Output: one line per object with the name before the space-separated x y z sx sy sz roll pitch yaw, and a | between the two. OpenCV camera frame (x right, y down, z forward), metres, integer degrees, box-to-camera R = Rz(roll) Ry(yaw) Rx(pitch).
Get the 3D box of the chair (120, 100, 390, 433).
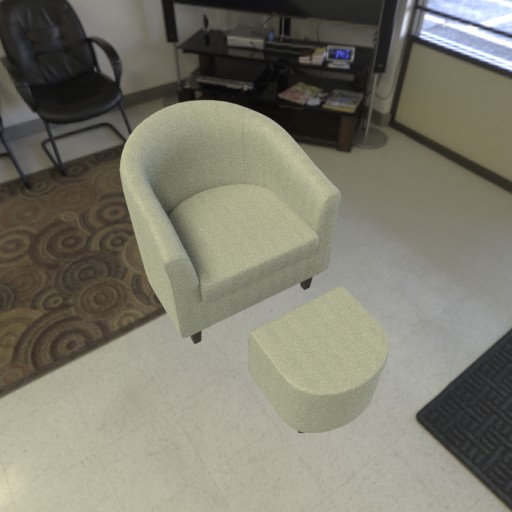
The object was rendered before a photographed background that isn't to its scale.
chair | 0.000 0.000 1.753 0.756 0.757 1.288 -24 49 -22
